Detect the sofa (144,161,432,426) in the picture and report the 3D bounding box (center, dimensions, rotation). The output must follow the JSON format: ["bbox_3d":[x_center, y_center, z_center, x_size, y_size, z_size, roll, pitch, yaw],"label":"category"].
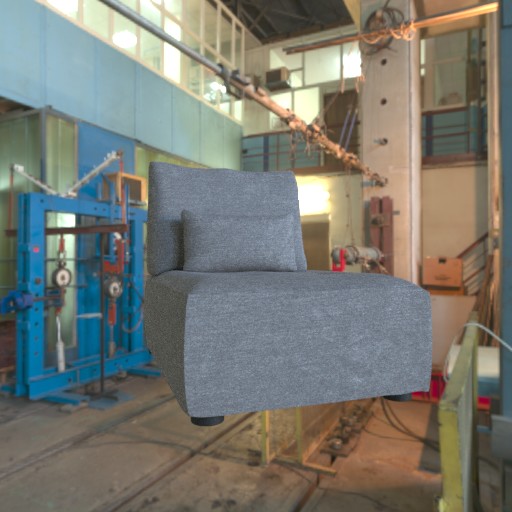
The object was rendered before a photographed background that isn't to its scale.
[{"bbox_3d":[0.000,0.000,1.599,0.700,0.820,1.000,0,0,-19],"label":"sofa"}]
